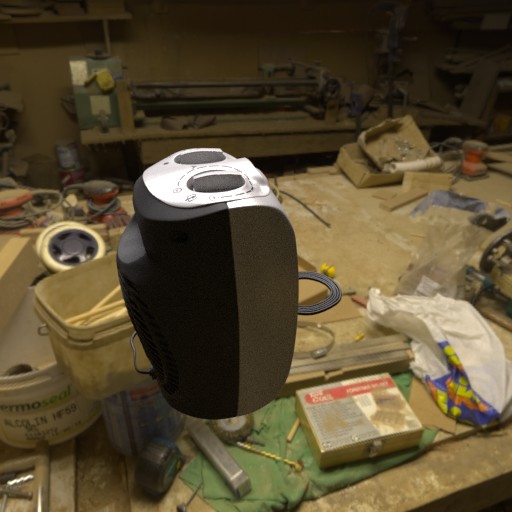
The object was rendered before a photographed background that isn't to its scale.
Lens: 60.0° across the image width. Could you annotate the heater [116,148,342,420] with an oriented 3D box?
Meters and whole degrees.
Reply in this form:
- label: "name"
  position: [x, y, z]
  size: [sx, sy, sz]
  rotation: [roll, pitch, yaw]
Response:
- label: "heater"
  position: [0.000, 0.000, 0.477]
  size: [0.291, 0.240, 0.239]
  rotation: [-10, 33, -15]
